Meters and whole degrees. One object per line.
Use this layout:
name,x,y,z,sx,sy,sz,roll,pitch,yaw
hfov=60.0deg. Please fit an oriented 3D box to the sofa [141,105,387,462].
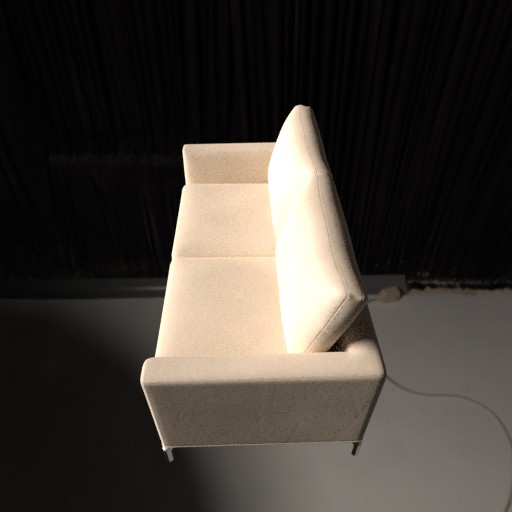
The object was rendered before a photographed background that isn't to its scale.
sofa,0.000,0.000,2.338,0.906,0.995,1.739,-1,42,-1
